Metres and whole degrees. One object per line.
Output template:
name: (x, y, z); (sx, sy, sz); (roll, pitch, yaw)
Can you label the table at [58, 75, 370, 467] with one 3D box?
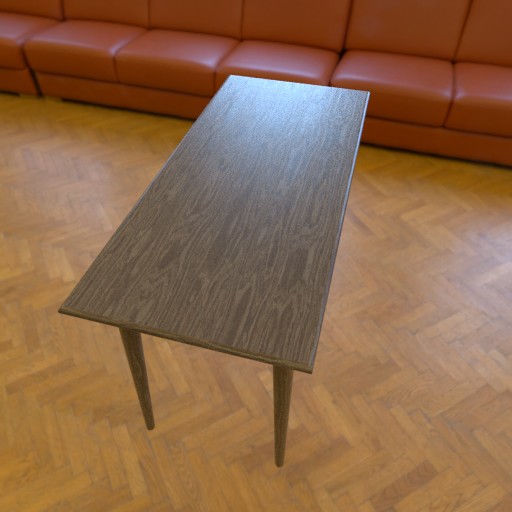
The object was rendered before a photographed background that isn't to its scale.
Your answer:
table: (0.000, 0.000, 1.685); (0.599, 0.780, 1.300); (11, 47, 11)
